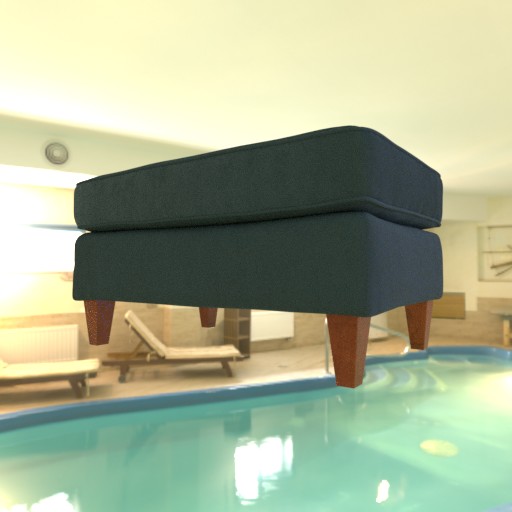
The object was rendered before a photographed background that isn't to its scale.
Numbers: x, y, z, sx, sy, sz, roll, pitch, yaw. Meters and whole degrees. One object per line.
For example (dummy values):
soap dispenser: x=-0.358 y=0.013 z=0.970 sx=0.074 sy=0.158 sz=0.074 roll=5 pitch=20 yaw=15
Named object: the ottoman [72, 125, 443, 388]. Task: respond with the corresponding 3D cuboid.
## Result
ottoman: x=0.000 y=0.000 z=1.193 sx=0.862 sy=0.484 sz=0.583 roll=-1 pitch=-2 yaw=35
